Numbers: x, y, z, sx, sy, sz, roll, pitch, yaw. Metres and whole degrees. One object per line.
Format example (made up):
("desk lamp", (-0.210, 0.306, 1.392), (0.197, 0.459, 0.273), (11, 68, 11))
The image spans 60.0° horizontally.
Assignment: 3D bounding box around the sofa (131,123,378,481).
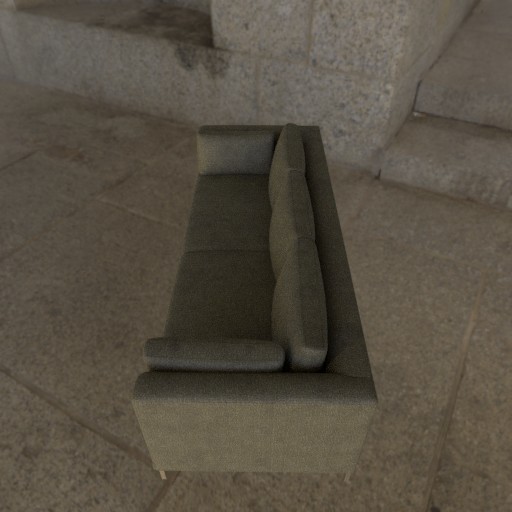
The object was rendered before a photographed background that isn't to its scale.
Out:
("sofa", (0.000, 0.000, 2.806), (0.969, 0.867, 2.415), (0, 41, 1))
